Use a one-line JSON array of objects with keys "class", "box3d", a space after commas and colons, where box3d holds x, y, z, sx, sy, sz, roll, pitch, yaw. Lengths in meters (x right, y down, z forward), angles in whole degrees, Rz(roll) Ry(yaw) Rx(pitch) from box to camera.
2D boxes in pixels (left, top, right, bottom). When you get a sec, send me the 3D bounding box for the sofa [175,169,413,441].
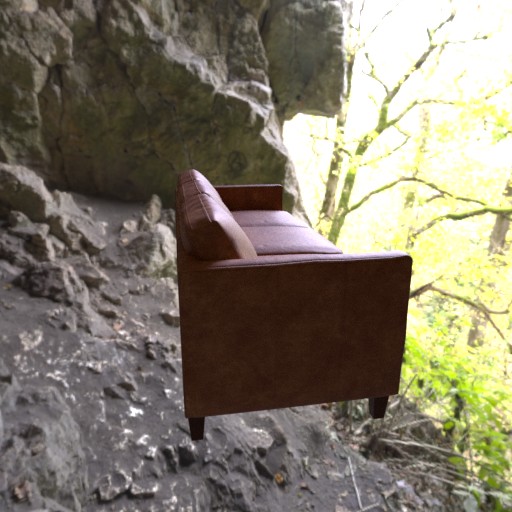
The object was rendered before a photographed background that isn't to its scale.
[{"class": "sofa", "box3d": [0.000, 0.000, 3.000, 1.045, 1.006, 2.464, -3, 16, -10]}]
